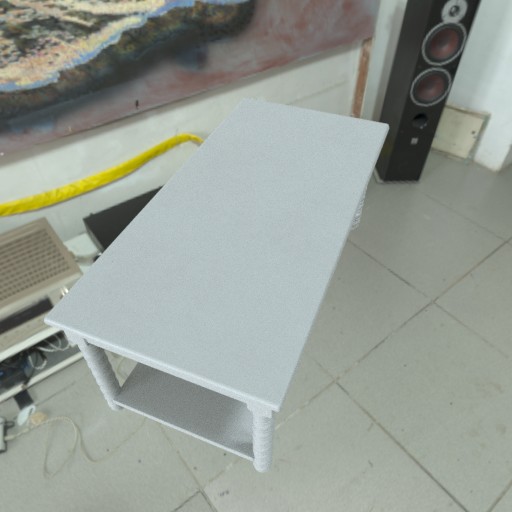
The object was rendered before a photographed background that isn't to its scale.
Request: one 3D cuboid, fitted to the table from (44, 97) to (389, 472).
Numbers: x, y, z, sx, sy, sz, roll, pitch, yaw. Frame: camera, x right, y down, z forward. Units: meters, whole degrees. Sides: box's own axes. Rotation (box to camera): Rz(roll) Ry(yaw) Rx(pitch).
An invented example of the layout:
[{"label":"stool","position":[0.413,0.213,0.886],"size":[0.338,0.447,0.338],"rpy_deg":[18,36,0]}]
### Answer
[{"label":"table","position":[0.000,0.000,1.475],"size":[0.580,0.487,1.171],"rpy_deg":[16,48,15]}]
